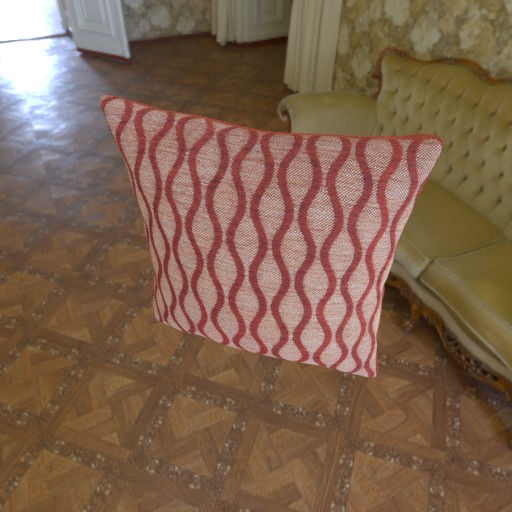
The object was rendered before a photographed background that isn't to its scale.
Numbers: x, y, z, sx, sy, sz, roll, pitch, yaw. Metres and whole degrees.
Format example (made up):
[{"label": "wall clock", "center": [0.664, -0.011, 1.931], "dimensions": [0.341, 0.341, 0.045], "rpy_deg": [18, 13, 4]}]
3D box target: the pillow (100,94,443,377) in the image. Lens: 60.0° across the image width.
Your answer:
[{"label": "pillow", "center": [0.000, 0.000, 0.658], "dimensions": [0.429, 0.434, 0.159], "rpy_deg": [11, 42, 13]}]
